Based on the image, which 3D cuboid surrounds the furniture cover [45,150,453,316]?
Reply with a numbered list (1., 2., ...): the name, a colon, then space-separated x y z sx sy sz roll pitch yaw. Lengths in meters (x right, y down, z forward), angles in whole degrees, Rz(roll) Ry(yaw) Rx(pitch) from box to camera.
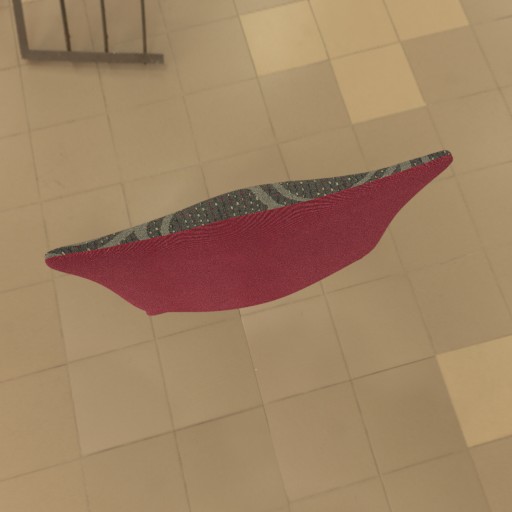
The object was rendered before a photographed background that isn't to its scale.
1. furniture cover: 0.000 0.000 0.780 0.514 0.513 0.163 -15 76 -4
